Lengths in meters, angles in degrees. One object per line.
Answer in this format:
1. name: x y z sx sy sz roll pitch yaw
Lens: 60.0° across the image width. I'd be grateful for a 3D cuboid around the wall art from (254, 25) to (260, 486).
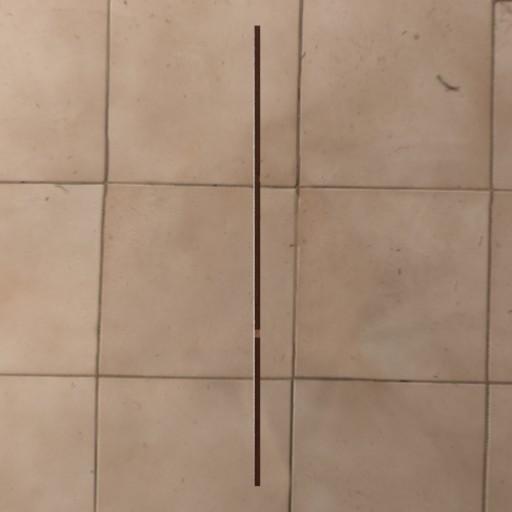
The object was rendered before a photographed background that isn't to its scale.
1. wall art: 0.000 0.000 1.830 0.017 1.246 1.256 0 90 0
